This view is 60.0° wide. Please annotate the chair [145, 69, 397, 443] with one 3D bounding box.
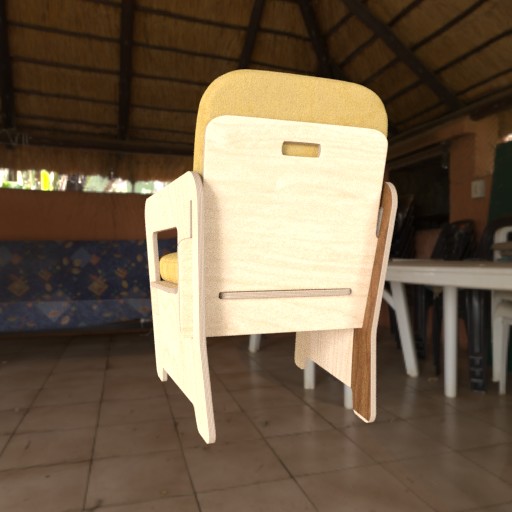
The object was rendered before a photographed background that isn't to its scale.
[{"bbox_3d":[0.000,0.000,1.284,0.590,0.800,0.710,0,1,-18],"label":"chair"}]
